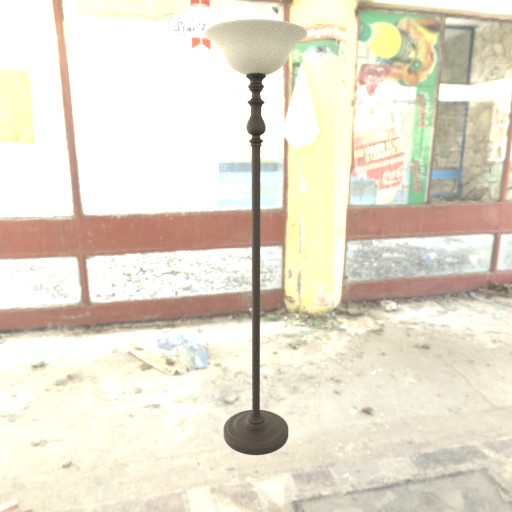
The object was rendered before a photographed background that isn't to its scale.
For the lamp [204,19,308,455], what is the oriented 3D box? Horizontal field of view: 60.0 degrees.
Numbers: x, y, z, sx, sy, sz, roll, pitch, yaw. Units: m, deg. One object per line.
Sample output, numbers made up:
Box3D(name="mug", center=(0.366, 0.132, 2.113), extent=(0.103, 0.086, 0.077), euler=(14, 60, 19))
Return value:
Box3D(name="lamp", center=(0.000, 0.000, 1.951), extent=(0.405, 1.797, 0.405), euler=(2, 13, 8))
